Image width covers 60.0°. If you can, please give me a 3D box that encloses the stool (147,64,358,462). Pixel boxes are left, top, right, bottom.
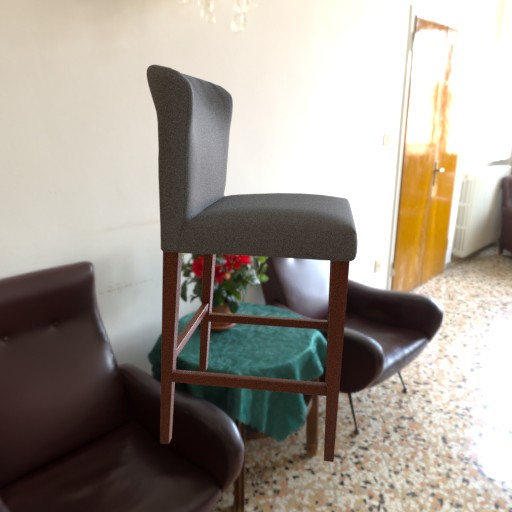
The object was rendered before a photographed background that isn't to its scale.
[{"bbox_3d":[0.000,0.000,1.347,0.568,1.069,0.481,3,17,9],"label":"stool"}]
